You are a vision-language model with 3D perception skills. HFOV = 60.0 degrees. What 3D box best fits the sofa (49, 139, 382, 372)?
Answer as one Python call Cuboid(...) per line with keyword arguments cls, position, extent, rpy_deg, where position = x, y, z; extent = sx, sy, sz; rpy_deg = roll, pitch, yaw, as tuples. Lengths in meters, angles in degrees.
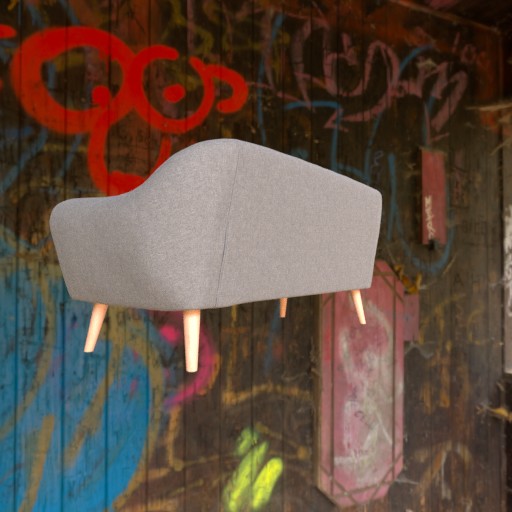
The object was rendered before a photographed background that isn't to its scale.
Cuboid(cls="sofa", position=(0.000, 0.000, 2.288), extent=(0.820, 0.820, 1.840), rpy_deg=(-1, -1, 36))
